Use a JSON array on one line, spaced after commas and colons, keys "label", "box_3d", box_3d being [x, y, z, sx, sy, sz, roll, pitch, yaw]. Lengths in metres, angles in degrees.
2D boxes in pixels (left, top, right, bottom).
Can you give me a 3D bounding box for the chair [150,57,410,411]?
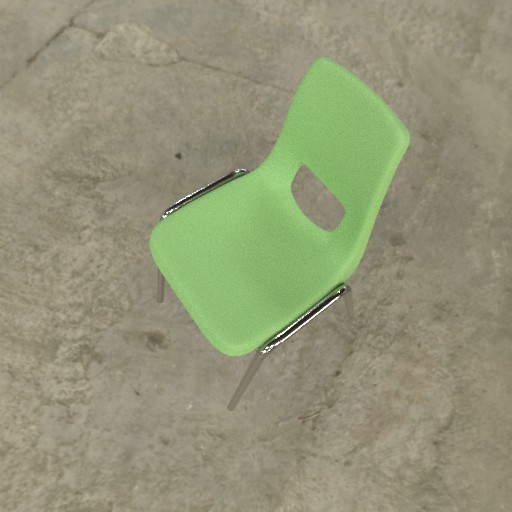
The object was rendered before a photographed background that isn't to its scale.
[{"label": "chair", "box_3d": [0.000, 0.000, 0.946, 0.436, 0.704, 0.381, -33, 69, -14]}]
